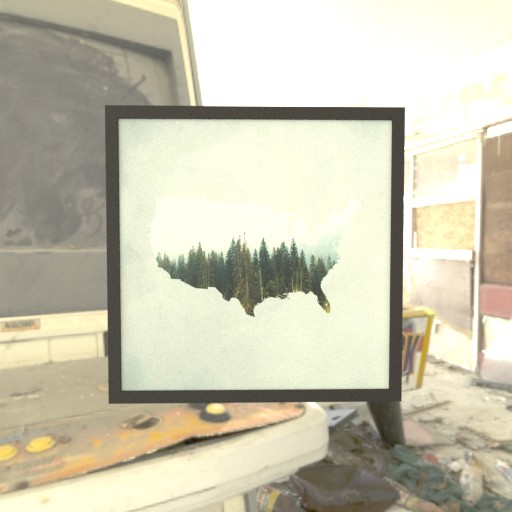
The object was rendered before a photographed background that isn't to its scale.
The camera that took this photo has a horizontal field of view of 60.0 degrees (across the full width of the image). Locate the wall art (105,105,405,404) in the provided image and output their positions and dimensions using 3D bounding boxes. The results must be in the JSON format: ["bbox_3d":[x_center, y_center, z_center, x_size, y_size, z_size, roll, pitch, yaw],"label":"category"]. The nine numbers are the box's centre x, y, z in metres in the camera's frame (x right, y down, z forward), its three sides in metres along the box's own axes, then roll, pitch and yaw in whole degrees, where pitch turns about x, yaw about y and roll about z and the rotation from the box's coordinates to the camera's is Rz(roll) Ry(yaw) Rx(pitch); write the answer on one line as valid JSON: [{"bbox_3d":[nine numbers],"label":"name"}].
[{"bbox_3d":[0.000,0.000,1.158,0.763,0.763,0.038,0,2,-1],"label":"wall art"}]
